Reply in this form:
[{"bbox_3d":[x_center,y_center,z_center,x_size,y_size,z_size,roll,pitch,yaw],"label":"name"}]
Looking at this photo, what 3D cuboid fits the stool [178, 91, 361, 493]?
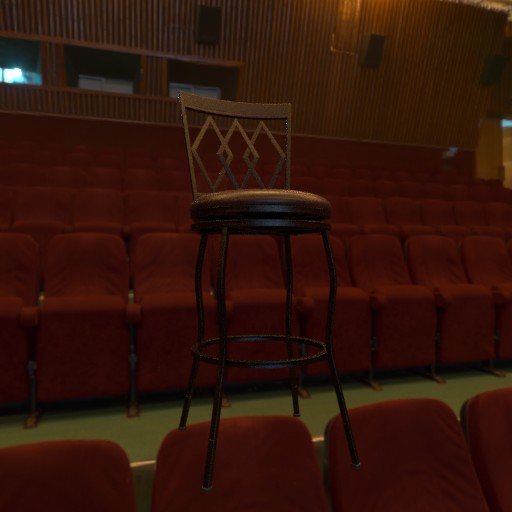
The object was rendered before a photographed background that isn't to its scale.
[{"bbox_3d":[0.000,0.000,1.367,0.432,1.134,0.521,0,-1,-18],"label":"stool"}]
